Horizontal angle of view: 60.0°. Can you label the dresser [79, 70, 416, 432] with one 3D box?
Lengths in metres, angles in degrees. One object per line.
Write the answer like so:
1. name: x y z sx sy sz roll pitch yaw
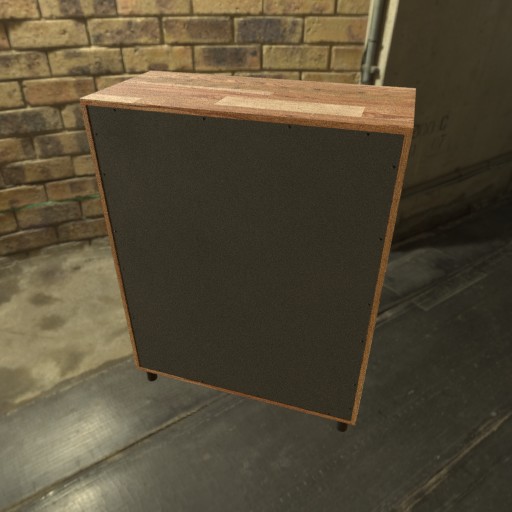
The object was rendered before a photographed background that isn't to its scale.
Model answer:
1. dresser: 0.000 0.000 1.744 0.966 1.243 0.480 10 35 15
